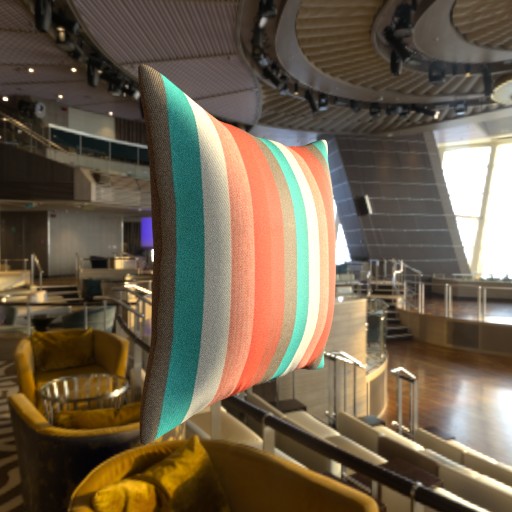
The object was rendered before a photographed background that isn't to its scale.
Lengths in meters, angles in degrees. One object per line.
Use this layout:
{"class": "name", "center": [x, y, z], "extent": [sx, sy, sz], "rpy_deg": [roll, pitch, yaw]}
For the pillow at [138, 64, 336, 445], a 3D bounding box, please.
{"class": "pillow", "center": [0.000, 0.000, 0.686], "extent": [0.168, 0.443, 0.453], "rpy_deg": [1, 1, 36]}
